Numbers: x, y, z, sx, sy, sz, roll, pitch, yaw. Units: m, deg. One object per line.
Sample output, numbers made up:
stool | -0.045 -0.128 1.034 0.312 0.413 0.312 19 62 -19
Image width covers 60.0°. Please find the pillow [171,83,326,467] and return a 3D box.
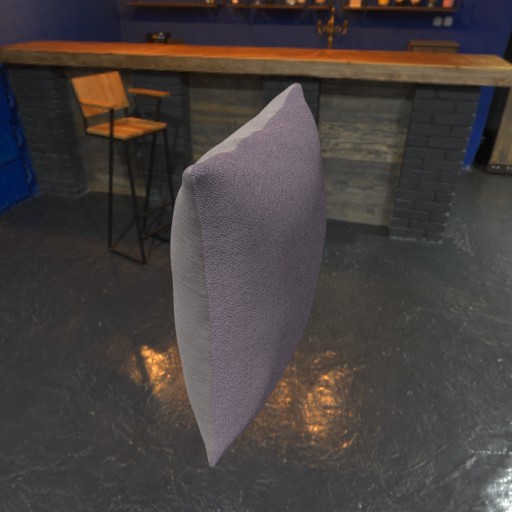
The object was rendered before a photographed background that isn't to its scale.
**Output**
pillow | 0.000 0.000 0.691 0.204 0.439 0.452 9 32 15
